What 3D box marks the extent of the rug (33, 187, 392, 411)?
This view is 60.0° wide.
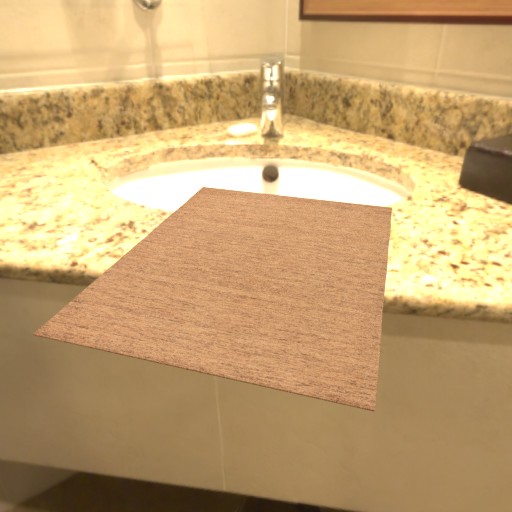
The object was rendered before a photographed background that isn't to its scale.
[{"bbox_3d":[0.000,0.000,4.275,2.448,0.013,3.205,8,30,15],"label":"rug"}]
